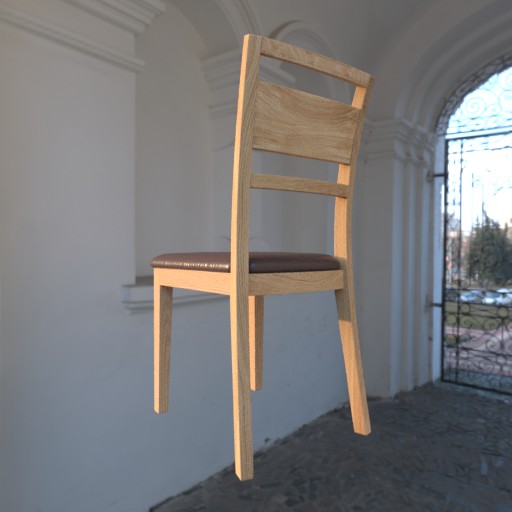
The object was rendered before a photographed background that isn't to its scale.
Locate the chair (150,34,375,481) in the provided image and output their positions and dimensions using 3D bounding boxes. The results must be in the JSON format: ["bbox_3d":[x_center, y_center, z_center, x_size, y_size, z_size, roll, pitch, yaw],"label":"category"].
[{"bbox_3d":[0.000,0.000,1.237,0.420,0.940,0.545,-1,1,-36],"label":"chair"}]
